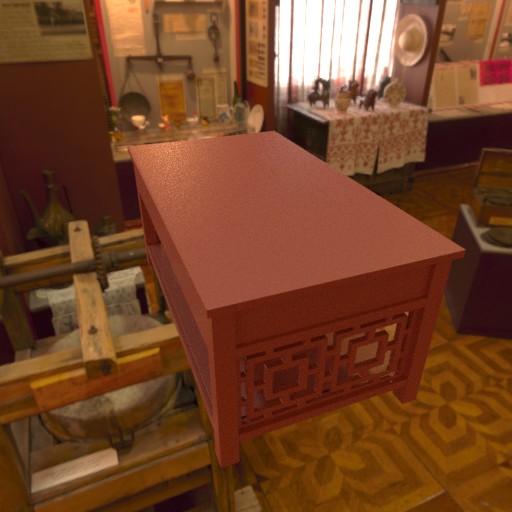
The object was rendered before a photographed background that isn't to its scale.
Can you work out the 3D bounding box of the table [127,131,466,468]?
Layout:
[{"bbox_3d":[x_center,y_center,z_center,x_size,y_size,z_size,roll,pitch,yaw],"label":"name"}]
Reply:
[{"bbox_3d":[0.000,0.000,1.448,0.612,0.493,1.068,-11,32,-18],"label":"table"}]
